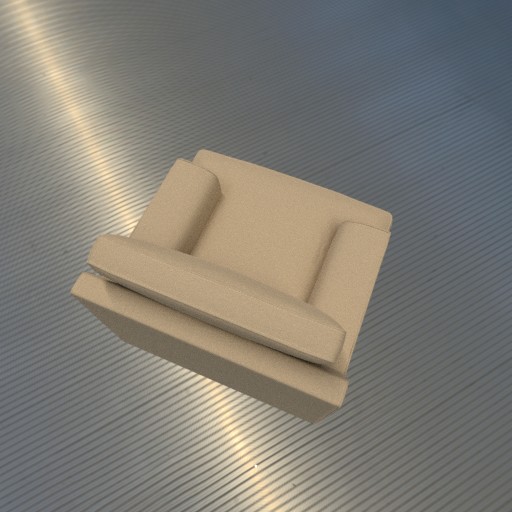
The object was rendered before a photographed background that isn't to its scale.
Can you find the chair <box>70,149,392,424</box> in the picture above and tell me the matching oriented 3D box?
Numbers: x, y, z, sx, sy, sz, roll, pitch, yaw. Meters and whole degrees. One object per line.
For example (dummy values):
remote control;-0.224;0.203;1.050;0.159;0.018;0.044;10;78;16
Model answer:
chair;0.000;0.000;2.171;1.293;1.005;1.274;14;65;6
